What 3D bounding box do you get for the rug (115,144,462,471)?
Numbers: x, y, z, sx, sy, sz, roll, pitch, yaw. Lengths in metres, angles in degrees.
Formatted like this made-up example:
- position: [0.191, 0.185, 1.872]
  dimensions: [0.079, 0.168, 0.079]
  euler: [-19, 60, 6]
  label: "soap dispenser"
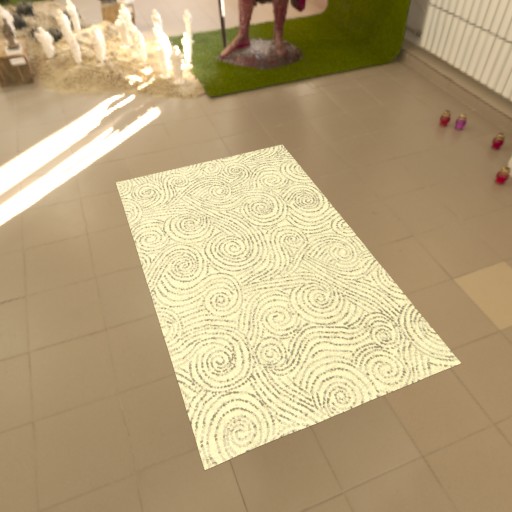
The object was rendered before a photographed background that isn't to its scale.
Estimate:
- position: [0.000, 0.000, 3.089]
  dimensions: [1.524, 0.005, 2.439]
  euler: [-16, 49, -15]
  label: "rug"
